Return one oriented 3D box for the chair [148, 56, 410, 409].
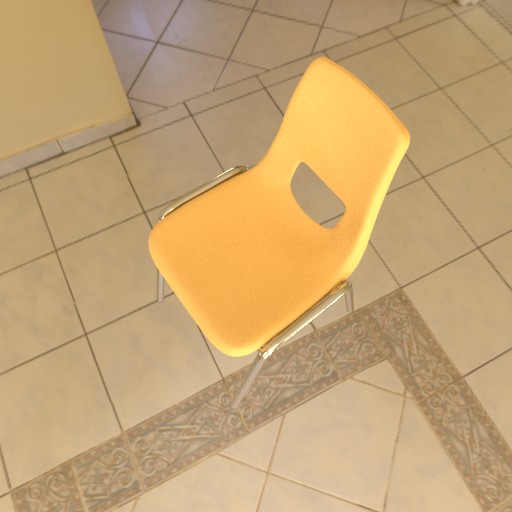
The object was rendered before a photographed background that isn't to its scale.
[{"bbox_3d":[0.000,0.000,0.945,0.436,0.704,0.381,-34,70,-14],"label":"chair"}]
